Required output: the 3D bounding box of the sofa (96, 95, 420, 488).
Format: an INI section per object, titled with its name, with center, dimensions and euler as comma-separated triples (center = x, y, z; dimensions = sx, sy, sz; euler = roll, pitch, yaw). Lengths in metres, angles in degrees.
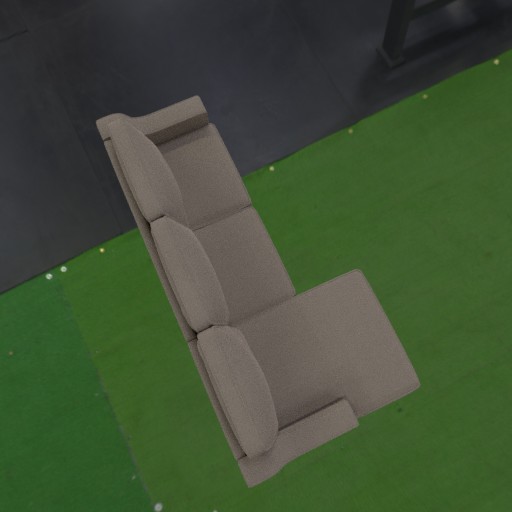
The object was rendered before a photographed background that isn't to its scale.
[sofa]
center = 0.000, 0.000, 3.123
dimensions = 1.294, 0.928, 2.561
euler = -24, 77, -6
